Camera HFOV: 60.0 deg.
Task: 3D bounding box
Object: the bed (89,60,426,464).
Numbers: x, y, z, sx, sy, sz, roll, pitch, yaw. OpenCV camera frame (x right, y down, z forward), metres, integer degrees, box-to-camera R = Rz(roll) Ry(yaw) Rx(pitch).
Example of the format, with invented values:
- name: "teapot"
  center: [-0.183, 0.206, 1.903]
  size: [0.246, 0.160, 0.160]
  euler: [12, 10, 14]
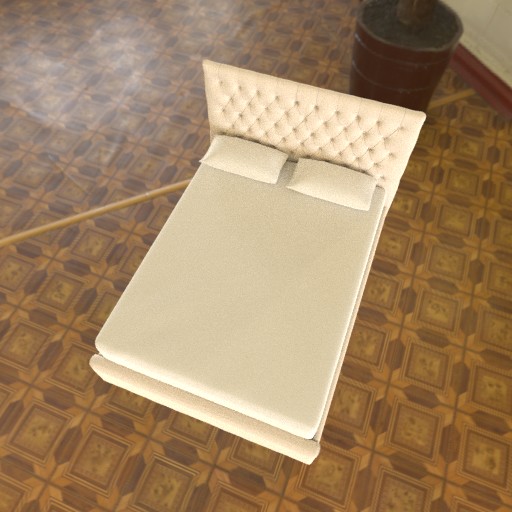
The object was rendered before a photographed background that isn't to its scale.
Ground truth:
- name: "bed"
  center: [0.000, 0.000, 3.270]
  size: [1.696, 1.426, 2.233]
  euler: [18, 60, 11]
